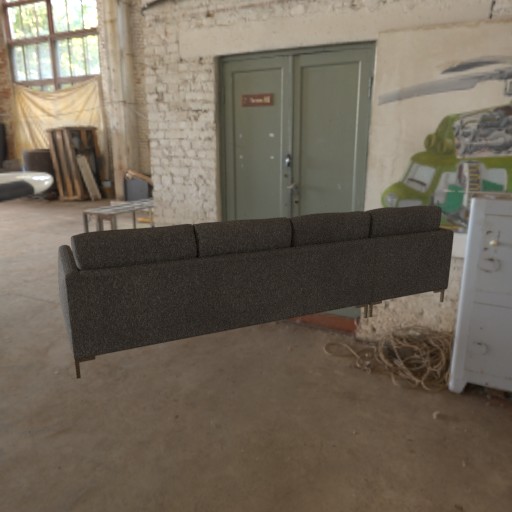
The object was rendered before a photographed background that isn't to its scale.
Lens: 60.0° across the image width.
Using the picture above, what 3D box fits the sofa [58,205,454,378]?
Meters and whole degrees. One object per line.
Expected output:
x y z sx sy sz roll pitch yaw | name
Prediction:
0.000 0.000 3.560 2.932 0.810 1.350 -7 16 -25 | sofa
